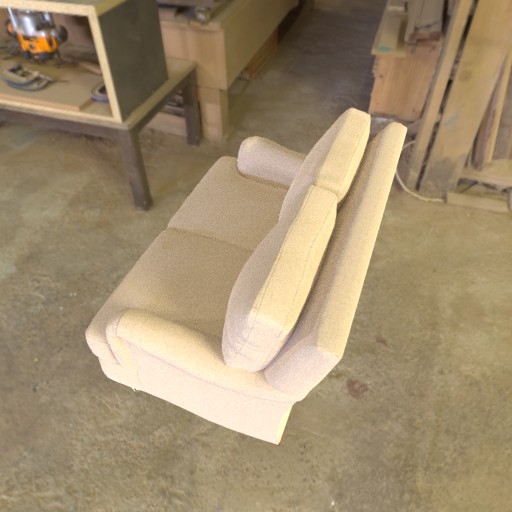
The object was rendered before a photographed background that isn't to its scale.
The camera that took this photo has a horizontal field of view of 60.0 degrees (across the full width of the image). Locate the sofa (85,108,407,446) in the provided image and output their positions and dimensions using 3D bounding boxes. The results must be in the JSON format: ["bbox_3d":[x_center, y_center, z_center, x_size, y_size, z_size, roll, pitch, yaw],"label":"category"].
[{"bbox_3d":[0.000,0.000,2.229,1.087,1.048,1.508,16,48,14],"label":"sofa"}]
